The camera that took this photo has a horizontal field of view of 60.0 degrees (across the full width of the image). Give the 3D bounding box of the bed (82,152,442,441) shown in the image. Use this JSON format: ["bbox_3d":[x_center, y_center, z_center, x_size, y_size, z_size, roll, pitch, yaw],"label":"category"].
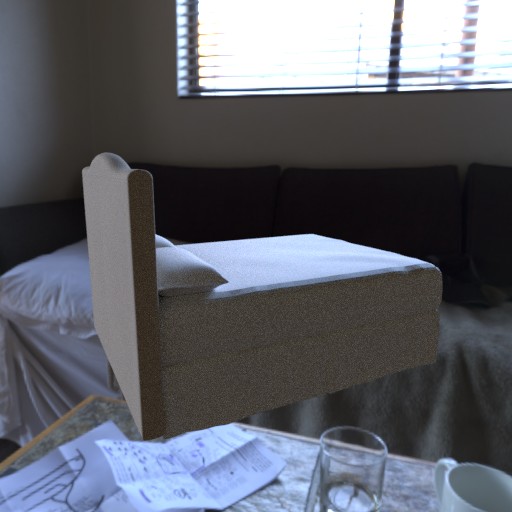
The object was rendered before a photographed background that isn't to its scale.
[{"bbox_3d":[0.000,0.000,3.116,2.052,1.398,1.678,-6,13,-26],"label":"bed"}]
